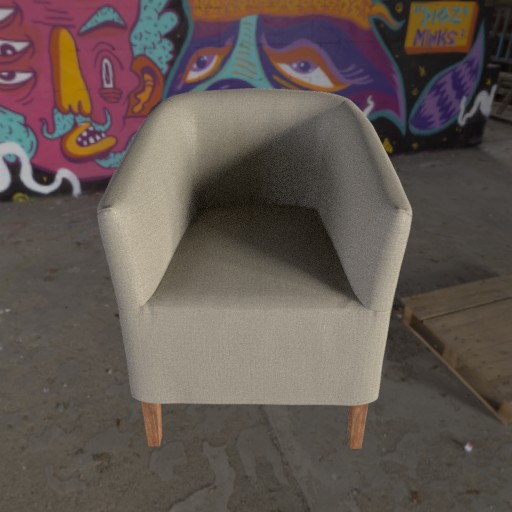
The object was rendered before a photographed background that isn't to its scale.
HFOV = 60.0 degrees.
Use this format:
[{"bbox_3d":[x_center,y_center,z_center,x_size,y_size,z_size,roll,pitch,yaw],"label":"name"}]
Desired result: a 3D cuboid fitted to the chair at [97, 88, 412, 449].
[{"bbox_3d":[0.000,0.000,1.220,0.600,0.771,0.668,0,30,1],"label":"chair"}]
